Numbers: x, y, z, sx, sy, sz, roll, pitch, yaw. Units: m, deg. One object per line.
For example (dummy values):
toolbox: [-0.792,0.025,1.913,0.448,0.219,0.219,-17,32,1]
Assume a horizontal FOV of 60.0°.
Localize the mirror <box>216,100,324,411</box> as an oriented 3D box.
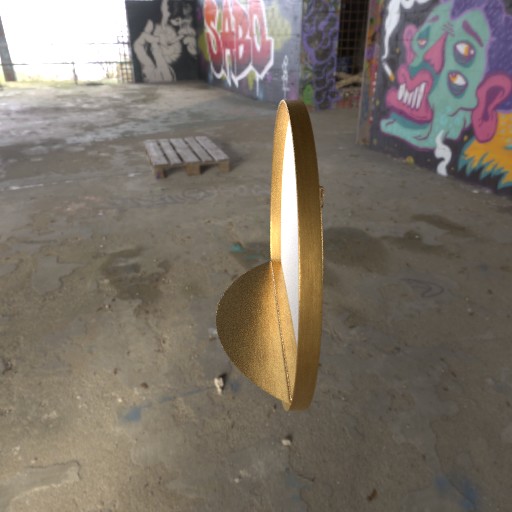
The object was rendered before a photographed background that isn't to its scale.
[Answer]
mirror: [0.000,0.000,0.689,0.133,0.457,0.457,-1,27,-2]
